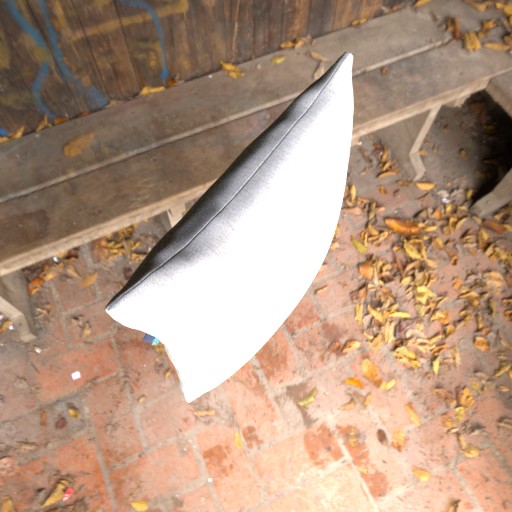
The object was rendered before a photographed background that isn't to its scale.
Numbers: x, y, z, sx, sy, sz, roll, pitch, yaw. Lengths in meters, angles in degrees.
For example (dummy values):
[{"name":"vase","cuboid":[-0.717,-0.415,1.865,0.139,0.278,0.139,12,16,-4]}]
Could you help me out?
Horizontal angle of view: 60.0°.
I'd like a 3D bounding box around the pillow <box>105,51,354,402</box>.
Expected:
[{"name":"pillow","cuboid":[0.000,0.000,0.673,0.173,0.436,0.433,33,68,16]}]
